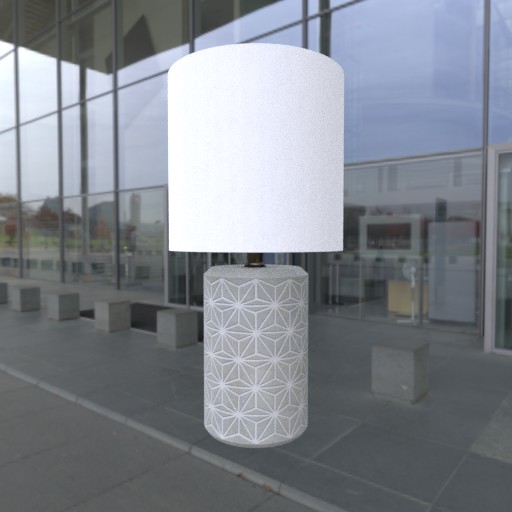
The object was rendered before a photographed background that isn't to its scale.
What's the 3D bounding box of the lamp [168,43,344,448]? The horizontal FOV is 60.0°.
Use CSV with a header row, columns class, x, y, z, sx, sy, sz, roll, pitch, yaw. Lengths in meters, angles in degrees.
class,x,y,z,sx,sy,sz,roll,pitch,yaw
lamp,0.000,0.000,0.535,0.206,0.416,0.206,-1,3,-36
